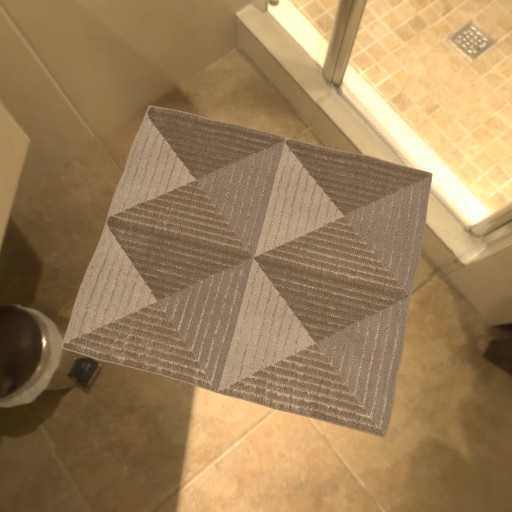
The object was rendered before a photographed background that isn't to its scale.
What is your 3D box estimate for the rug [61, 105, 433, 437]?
[{"bbox_3d":[0.000,0.000,0.897,0.642,0.008,0.551,14,77,4],"label":"rug"}]
